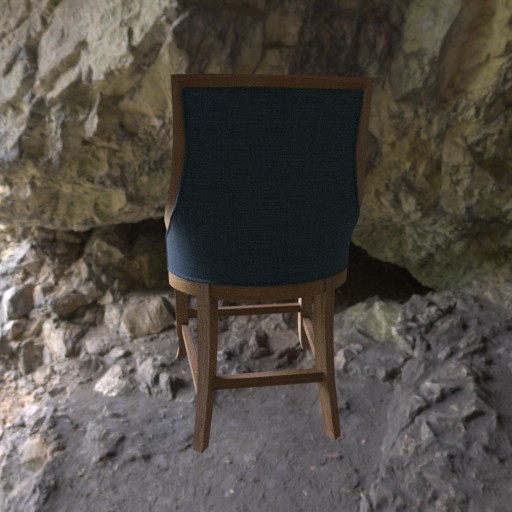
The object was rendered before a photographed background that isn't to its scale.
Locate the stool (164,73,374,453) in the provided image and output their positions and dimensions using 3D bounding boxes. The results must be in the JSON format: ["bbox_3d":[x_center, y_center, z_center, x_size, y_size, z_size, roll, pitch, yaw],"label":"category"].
[{"bbox_3d":[0.000,0.000,1.321,0.524,0.938,0.626,-2,15,-8],"label":"stool"}]
